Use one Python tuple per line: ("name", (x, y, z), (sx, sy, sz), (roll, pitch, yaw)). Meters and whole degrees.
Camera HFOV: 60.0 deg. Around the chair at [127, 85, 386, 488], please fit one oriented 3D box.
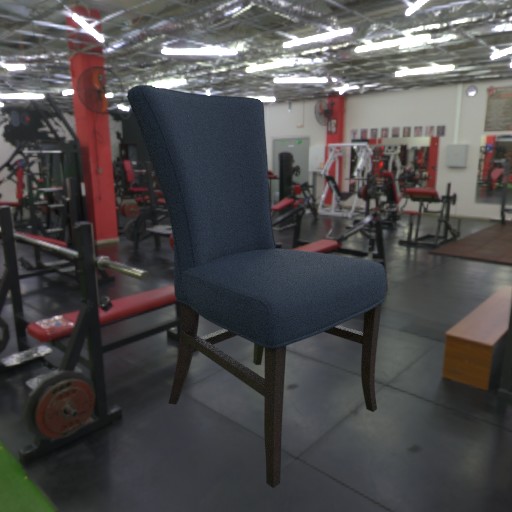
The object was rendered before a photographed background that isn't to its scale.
("chair", (0.000, 0.000, 1.358), (0.520, 0.991, 0.660), (-13, 18, -43))
